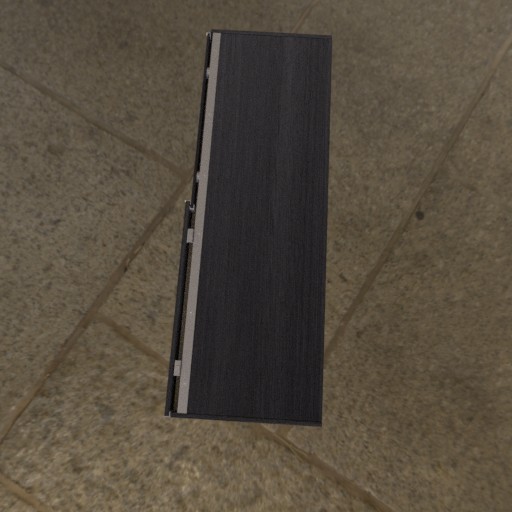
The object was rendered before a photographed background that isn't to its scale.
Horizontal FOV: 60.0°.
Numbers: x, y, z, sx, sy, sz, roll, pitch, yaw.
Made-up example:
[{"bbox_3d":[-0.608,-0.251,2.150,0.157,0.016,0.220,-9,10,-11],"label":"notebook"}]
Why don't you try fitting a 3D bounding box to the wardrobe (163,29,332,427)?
[{"bbox_3d":[0.000,0.000,2.892,0.629,1.960,1.780,3,77,1],"label":"wardrobe"}]
